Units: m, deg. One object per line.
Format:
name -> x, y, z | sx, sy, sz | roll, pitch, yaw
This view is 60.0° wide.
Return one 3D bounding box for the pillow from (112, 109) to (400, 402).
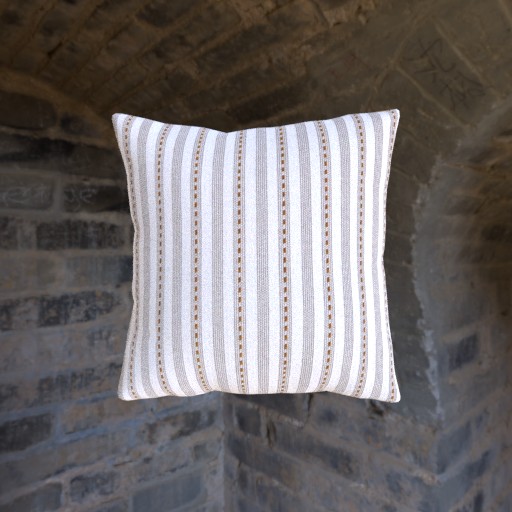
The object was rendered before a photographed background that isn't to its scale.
pillow -> 0.000, 0.000, 0.659 | 0.432, 0.437, 0.147 | 0, 0, 0
